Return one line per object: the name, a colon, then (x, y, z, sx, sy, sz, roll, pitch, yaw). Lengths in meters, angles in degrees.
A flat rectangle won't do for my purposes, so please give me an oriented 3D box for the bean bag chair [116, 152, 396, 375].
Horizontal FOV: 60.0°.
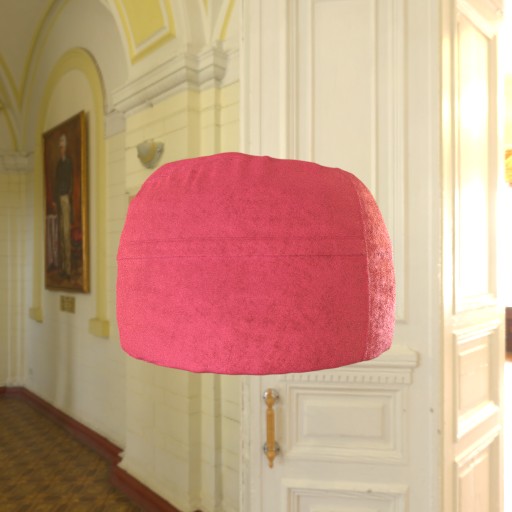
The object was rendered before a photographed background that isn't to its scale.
bean bag chair: (0.000, 0.000, 2.021, 1.218, 0.788, 1.218, 0, 0, 0)
